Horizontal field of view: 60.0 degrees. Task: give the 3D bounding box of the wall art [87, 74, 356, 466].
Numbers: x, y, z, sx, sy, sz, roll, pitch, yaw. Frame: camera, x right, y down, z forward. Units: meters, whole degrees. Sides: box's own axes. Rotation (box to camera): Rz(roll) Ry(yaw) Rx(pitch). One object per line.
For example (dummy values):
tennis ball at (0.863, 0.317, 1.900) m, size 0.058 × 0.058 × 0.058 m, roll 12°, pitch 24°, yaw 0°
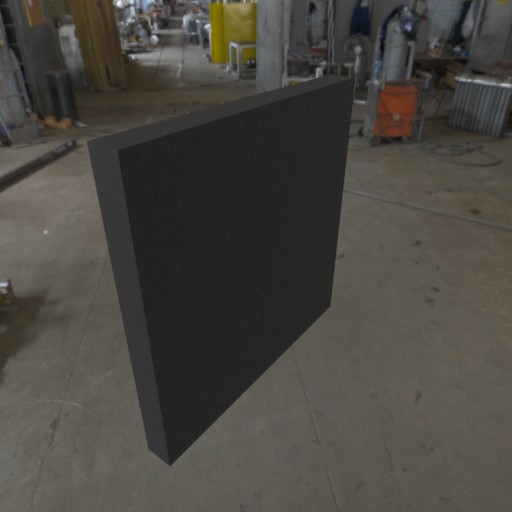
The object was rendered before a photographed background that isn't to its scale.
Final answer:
wall art at (0.000, 0.000, 0.451) m, size 0.030 × 0.305 × 0.308 m, roll 22°, pitch 37°, yaw 31°
